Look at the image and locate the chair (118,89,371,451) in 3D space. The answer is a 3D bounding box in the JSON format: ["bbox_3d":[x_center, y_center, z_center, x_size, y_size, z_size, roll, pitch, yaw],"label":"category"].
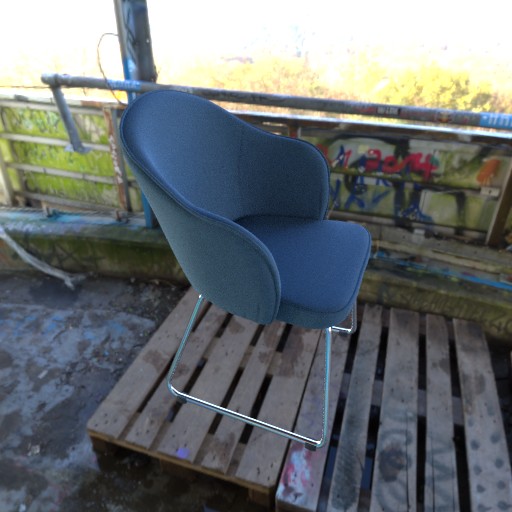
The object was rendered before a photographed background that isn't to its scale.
[{"bbox_3d":[0.000,0.000,1.210,0.585,0.815,0.570,11,34,17],"label":"chair"}]
